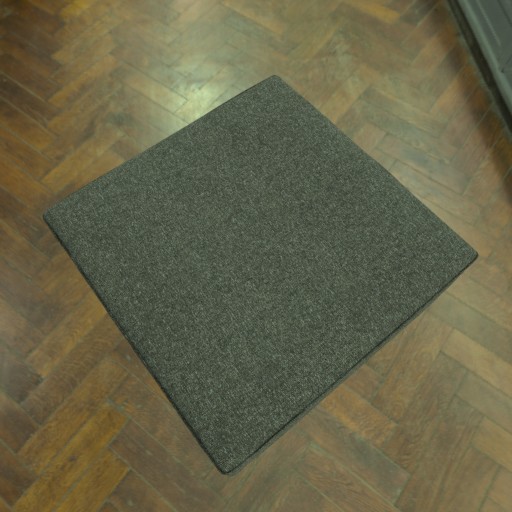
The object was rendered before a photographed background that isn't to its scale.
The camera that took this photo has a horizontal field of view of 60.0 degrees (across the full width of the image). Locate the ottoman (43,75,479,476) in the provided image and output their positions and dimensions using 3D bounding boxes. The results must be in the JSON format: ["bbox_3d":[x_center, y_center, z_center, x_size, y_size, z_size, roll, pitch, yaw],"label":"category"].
[{"bbox_3d":[0.000,0.000,1.558,1.021,0.423,1.017,-35,69,-15],"label":"ottoman"}]
